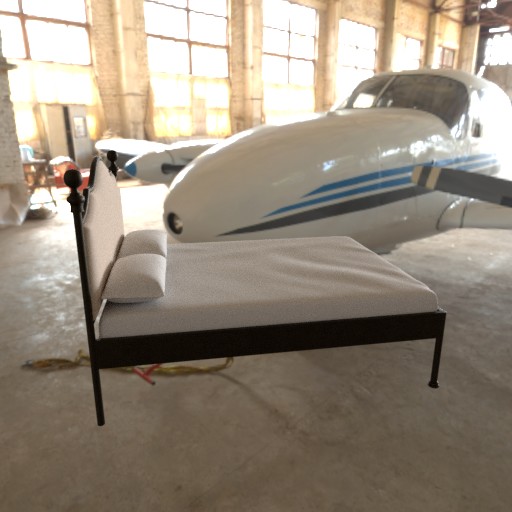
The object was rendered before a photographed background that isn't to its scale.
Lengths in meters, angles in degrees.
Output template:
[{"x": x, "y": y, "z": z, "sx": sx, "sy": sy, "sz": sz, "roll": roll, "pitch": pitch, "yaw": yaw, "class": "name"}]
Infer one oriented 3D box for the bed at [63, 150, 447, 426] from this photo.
[{"x": 0.000, "y": 0.000, "z": 3.322, "sx": 2.224, "sy": 1.499, "sz": 1.642, "roll": -3, "pitch": 17, "yaw": -10, "class": "bed"}]
